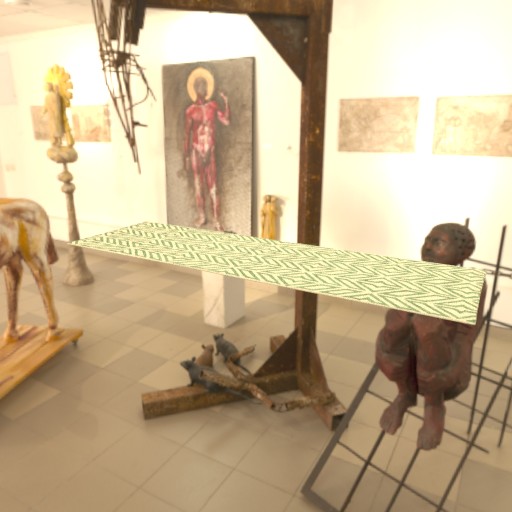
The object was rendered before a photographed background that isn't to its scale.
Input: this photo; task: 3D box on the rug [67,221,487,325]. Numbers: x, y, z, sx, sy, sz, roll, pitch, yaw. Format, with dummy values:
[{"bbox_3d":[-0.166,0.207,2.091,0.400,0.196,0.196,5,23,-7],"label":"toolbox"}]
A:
[{"bbox_3d":[0.000,0.000,2.650,2.435,0.009,0.750,10,20,28],"label":"rug"}]
